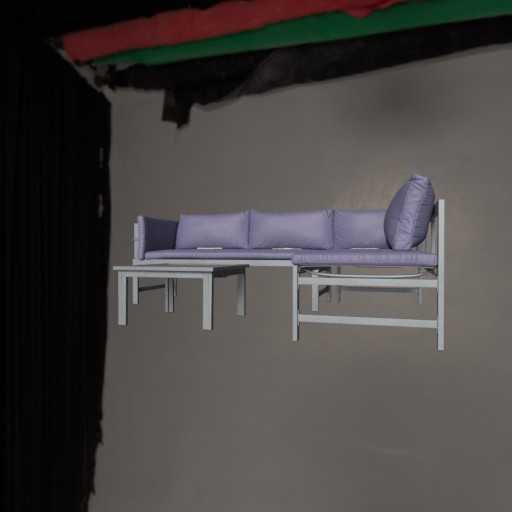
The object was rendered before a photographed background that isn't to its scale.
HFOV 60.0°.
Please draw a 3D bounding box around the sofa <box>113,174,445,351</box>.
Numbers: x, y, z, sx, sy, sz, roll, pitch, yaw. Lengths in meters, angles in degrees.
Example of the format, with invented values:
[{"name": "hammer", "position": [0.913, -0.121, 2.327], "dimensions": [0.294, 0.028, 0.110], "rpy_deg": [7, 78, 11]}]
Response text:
[{"name": "sofa", "position": [0.000, 0.000, 2.939], "dimensions": [2.149, 0.762, 1.658], "rpy_deg": [0, 1, 17]}]
